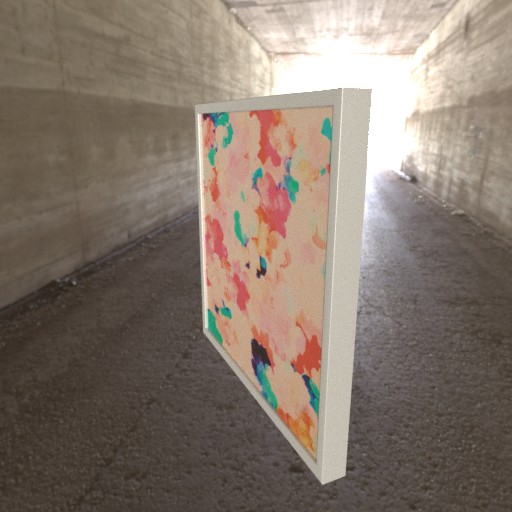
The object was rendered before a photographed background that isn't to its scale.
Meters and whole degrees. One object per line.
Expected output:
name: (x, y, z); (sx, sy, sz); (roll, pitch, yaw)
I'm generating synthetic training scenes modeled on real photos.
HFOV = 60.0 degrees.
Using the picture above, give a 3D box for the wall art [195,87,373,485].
wall art: (0.000, 0.000, 0.755); (0.038, 0.505, 0.506); (-8, 18, -24)
